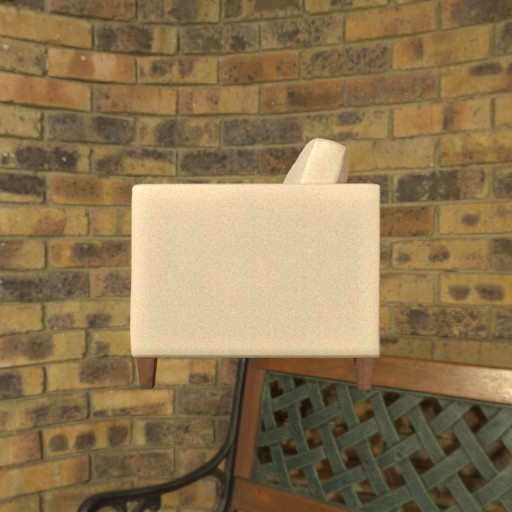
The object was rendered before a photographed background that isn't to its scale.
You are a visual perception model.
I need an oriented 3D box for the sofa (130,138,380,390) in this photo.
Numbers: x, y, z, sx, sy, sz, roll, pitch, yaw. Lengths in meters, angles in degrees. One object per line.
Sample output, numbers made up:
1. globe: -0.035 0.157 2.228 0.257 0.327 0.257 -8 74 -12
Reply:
1. sofa: 0.000 0.000 2.780 0.951 0.968 2.361 0 1 0
